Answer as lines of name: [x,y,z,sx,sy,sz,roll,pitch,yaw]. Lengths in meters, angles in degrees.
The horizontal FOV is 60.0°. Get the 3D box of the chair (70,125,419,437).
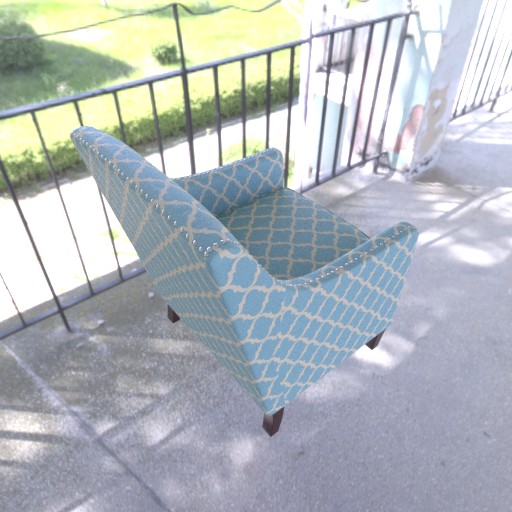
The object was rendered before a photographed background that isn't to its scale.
chair: [0.000,0.000,1.313,0.686,0.817,0.617,-28,48,-28]
